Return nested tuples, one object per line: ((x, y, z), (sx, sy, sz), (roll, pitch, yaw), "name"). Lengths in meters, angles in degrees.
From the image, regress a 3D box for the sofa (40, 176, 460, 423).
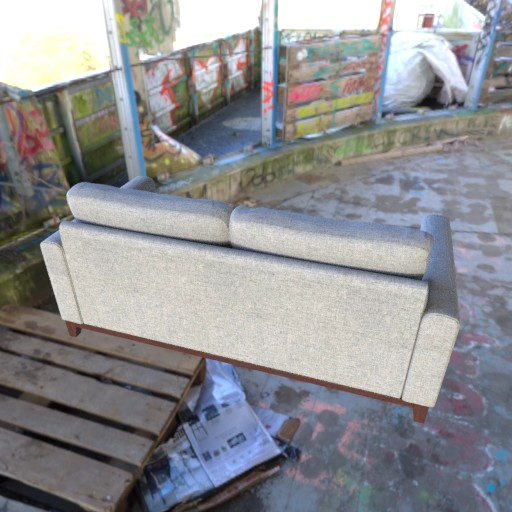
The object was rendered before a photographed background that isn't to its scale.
((0.000, 0.000, 2.426), (1.978, 0.892, 0.969), (10, 33, 15), "sofa")
